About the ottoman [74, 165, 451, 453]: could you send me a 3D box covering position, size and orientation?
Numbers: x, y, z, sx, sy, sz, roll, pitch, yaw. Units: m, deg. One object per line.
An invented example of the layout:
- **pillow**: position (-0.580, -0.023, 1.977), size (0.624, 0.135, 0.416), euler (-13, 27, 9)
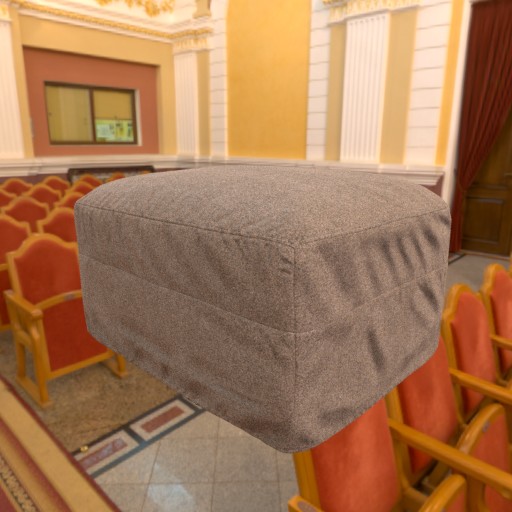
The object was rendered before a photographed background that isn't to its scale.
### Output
- **ottoman**: position (0.000, 0.000, 1.210), size (0.837, 0.481, 0.683), euler (14, 21, 42)
